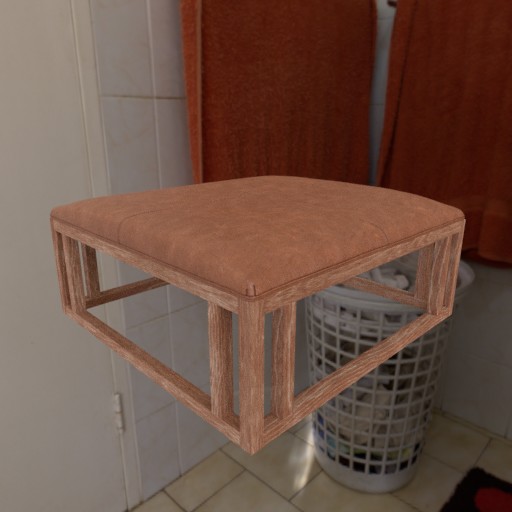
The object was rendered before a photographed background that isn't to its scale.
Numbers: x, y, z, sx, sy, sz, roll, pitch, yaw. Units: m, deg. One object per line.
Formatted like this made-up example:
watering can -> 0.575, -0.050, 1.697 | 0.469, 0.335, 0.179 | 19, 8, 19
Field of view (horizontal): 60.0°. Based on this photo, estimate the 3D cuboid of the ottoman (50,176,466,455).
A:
ottoman -> 0.000, 0.000, 1.557 | 1.016, 0.442, 1.013 | -16, 24, -42
